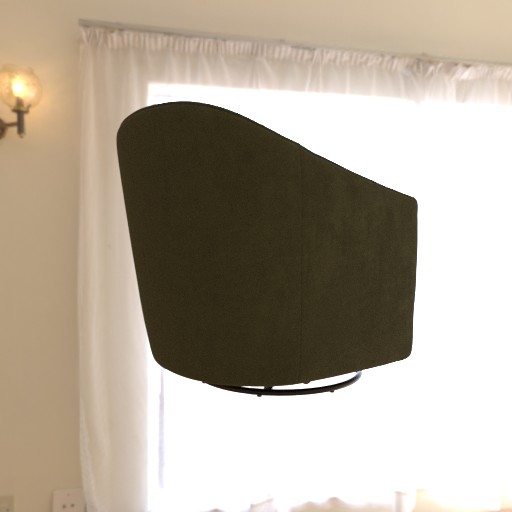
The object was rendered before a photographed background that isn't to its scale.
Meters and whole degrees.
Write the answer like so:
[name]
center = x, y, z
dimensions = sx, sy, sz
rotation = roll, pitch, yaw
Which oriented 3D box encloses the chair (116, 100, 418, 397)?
[chair]
center = 0.000, 0.000, 1.480
dimensions = 0.875, 0.799, 0.747
rotation = 0, 1, -36
